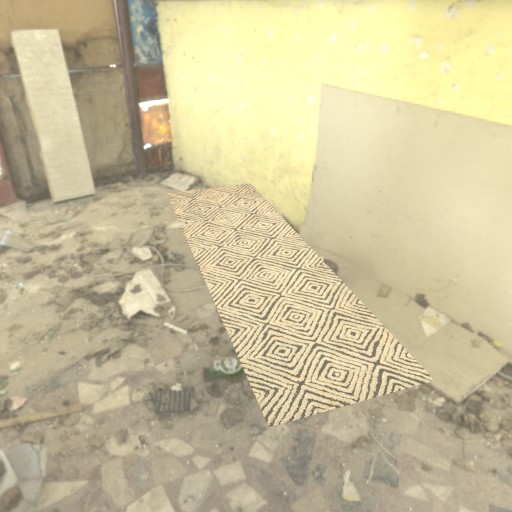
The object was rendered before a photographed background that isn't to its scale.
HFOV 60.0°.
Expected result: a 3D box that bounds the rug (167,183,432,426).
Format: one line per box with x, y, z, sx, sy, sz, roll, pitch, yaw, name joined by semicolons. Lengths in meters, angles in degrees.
0.000;0.000;2.550;0.676;0.008;2.277;-9;31;-16;rug
